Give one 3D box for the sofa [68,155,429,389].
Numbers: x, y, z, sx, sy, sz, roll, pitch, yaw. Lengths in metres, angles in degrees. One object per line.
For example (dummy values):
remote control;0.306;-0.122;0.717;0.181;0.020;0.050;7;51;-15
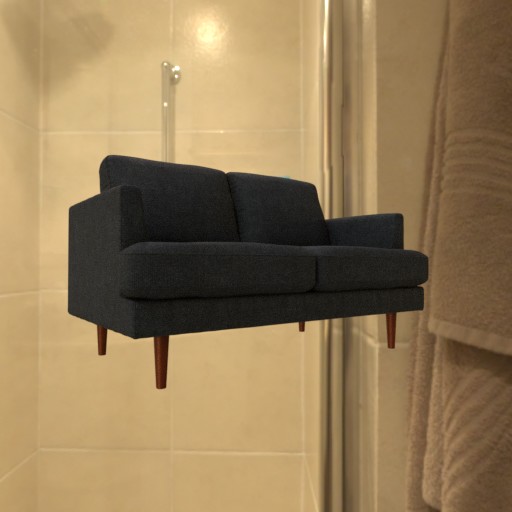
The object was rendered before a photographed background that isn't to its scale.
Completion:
sofa;0.000;0.000;2.172;1.582;0.944;0.903;1;-1;-35
